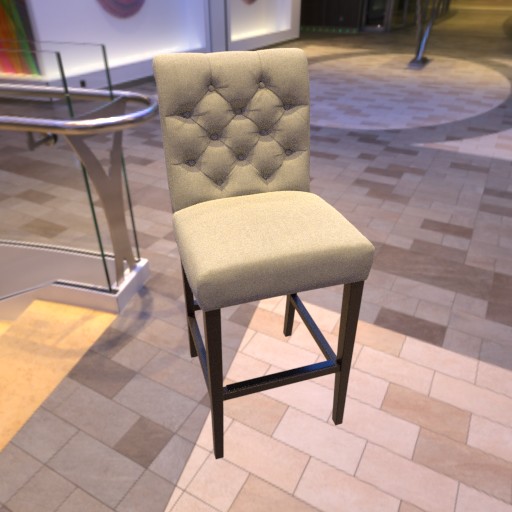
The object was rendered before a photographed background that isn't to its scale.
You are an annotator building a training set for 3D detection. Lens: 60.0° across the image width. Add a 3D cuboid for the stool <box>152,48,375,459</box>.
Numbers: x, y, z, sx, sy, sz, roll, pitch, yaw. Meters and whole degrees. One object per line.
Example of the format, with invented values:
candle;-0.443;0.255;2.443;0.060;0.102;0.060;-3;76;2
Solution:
stool;0.000;0.000;1.419;0.493;1.140;0.601;-10;34;-15
